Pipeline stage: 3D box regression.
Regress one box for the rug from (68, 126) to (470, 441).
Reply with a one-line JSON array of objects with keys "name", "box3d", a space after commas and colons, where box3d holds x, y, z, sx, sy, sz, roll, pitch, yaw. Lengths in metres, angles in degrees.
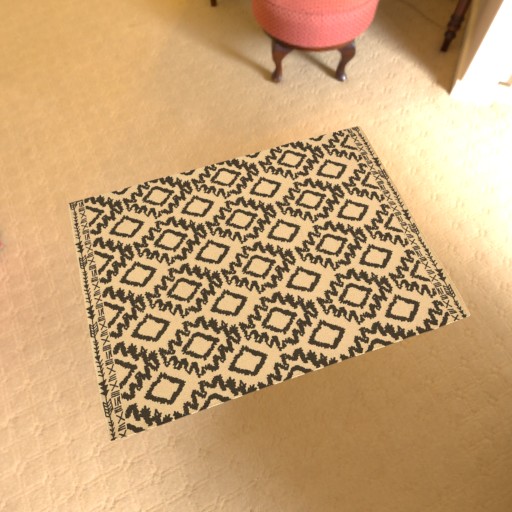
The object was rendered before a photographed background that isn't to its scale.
[{"name": "rug", "box3d": [0.000, 0.000, 4.342, 3.369, 0.036, 2.444, -17, 64, -8]}]
